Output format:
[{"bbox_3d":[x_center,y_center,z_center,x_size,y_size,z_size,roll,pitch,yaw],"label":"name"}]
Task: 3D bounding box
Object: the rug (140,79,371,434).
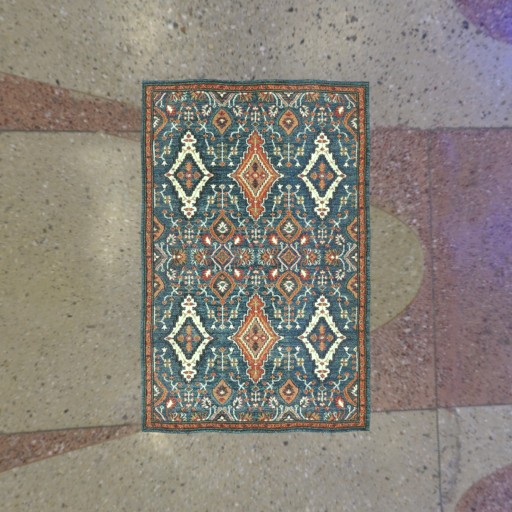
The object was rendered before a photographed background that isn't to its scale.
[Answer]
[{"bbox_3d":[0.000,0.000,4.215,2.190,0.008,3.371,0,90,-1],"label":"rug"}]
